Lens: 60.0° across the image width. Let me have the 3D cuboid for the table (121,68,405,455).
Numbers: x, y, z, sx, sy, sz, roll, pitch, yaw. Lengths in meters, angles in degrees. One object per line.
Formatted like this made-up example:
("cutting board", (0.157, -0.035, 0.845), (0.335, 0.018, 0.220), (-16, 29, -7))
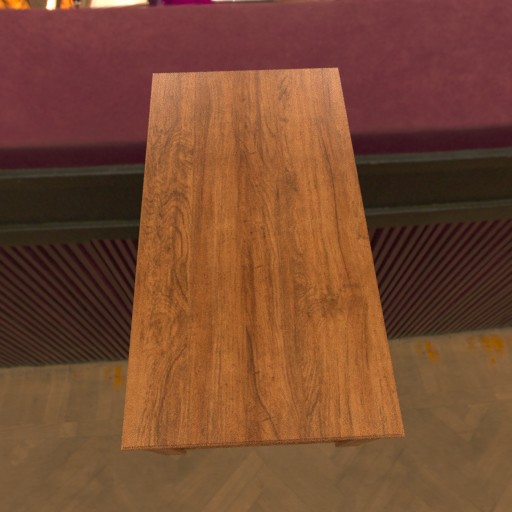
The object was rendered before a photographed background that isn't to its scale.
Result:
("table", (0.000, 0.000, 1.433), (0.635, 0.480, 1.150), (-2, 63, -1))
